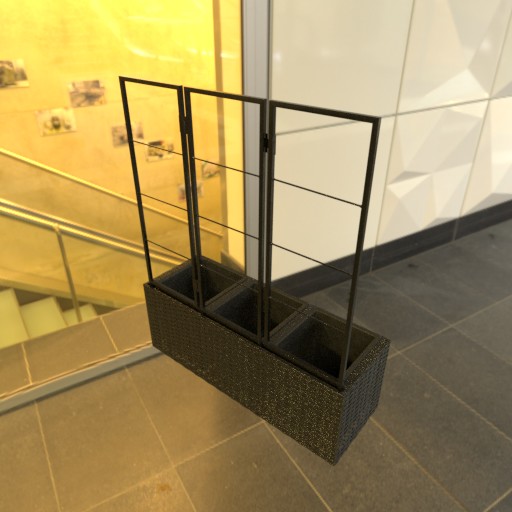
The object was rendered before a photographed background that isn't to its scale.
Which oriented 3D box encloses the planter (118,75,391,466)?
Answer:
[{"bbox_3d":[0.000,0.000,1.152,0.698,0.841,0.244,22,37,33],"label":"planter"}]
